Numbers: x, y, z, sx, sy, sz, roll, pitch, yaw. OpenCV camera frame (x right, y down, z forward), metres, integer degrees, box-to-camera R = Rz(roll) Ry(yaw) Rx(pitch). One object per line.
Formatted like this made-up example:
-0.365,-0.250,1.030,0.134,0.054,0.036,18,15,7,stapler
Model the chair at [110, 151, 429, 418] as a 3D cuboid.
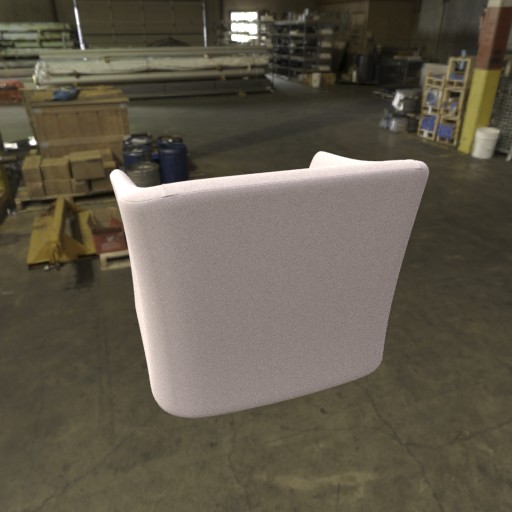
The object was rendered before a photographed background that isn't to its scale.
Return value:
0.000,0.000,1.383,0.790,0.720,0.700,-9,28,-17,chair
